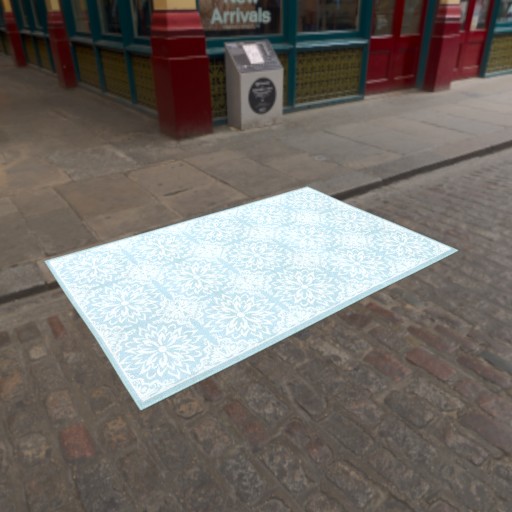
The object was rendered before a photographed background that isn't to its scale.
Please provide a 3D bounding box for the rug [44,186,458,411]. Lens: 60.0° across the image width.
[{"bbox_3d":[0.000,0.000,2.356,1.840,0.012,1.219,-20,35,-31],"label":"rug"}]
